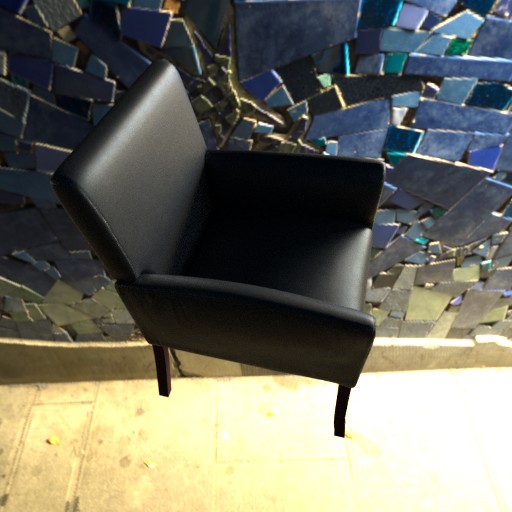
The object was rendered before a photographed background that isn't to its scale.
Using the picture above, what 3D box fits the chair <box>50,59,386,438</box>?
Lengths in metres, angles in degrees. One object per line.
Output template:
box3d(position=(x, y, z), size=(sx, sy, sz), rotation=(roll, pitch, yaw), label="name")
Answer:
box3d(position=(0.000, 0.000, 1.431), size=(0.772, 0.951, 0.683), rotation=(10, 48, 9), label="chair")
